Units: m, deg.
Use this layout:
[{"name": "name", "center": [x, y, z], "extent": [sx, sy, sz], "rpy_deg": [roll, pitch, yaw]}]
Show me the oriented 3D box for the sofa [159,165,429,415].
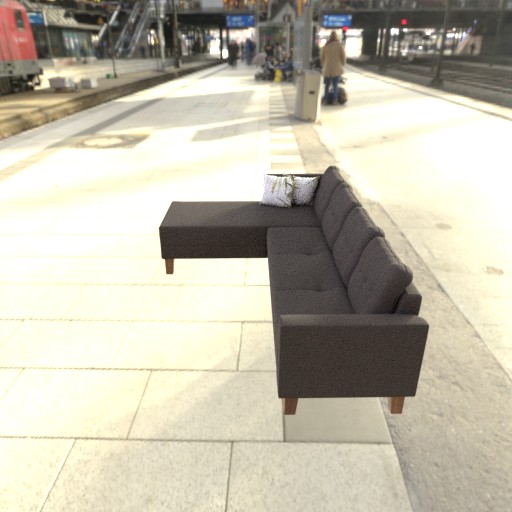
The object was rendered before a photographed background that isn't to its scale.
[{"name": "sofa", "center": [0.000, 0.000, 3.653], "extent": [1.829, 0.932, 2.679], "rpy_deg": [0, 25, -1]}]
